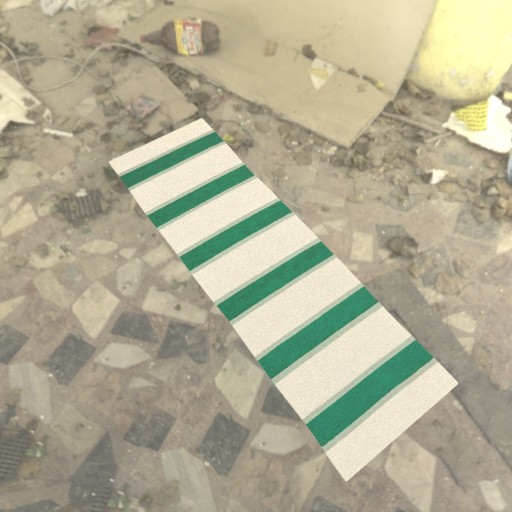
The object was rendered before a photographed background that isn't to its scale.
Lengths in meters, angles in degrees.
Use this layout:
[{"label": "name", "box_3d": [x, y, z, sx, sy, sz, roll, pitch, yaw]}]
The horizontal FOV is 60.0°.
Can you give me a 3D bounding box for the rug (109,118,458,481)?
[{"label": "rug", "box_3d": [0.000, 0.000, 2.653, 0.768, 0.012, 2.438, -31, 63, -18]}]
